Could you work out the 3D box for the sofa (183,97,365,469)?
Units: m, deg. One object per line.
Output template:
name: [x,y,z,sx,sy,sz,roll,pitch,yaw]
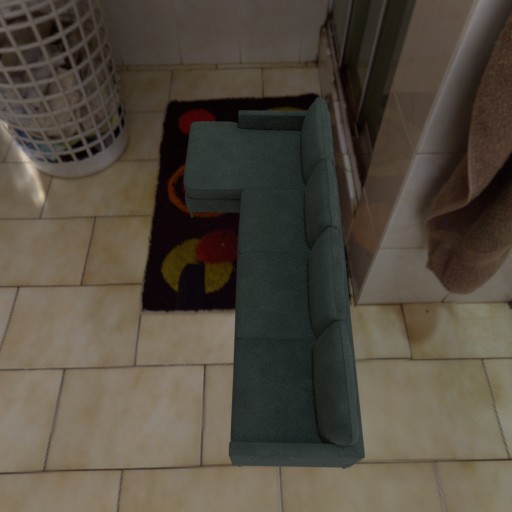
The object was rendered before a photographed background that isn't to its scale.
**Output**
sofa: [0.000,0.000,4.009,1.500,0.967,3.400,1,59,1]
